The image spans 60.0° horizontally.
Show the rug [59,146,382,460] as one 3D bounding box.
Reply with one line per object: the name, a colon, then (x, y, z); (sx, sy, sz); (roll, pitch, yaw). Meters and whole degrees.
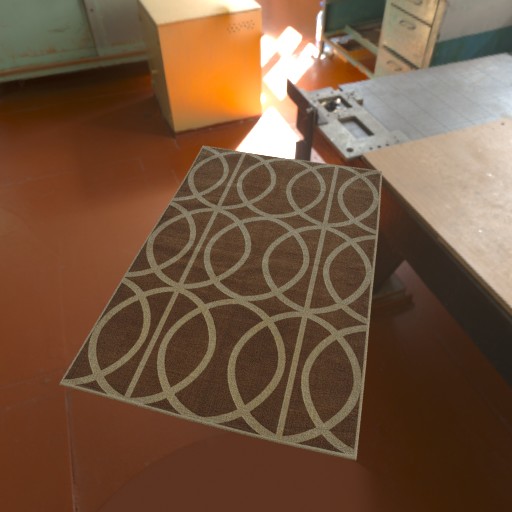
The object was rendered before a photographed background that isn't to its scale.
rug: (0.000, 0.000, 2.906); (1.526, 0.014, 2.290); (10, 48, 10)
